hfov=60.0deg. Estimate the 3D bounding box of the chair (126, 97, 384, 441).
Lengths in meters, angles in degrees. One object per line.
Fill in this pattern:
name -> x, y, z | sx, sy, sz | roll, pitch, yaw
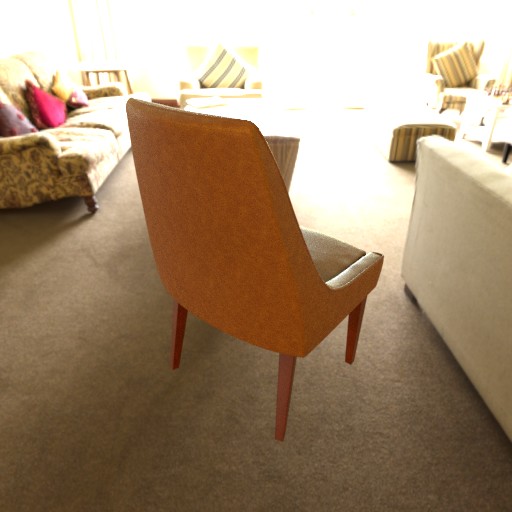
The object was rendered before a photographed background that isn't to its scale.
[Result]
chair -> 0.000, 0.000, 1.213 | 0.529, 0.861, 0.544 | 22, 37, 33
